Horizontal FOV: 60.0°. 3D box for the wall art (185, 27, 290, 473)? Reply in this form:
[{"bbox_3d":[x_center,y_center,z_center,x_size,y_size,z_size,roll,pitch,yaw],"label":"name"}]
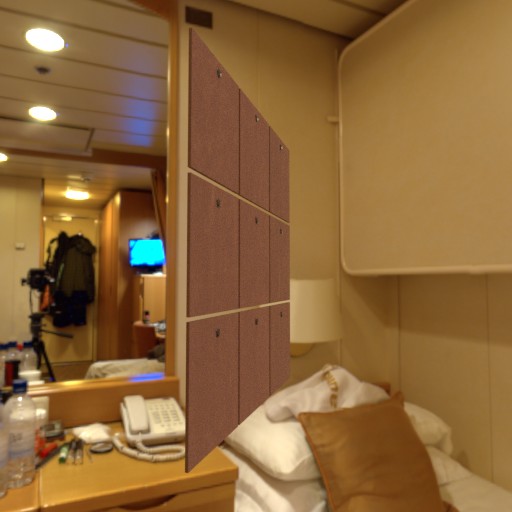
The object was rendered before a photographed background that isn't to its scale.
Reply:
[{"bbox_3d":[0.000,0.000,2.237,0.023,1.522,1.526,-1,-3,17],"label":"wall art"}]
